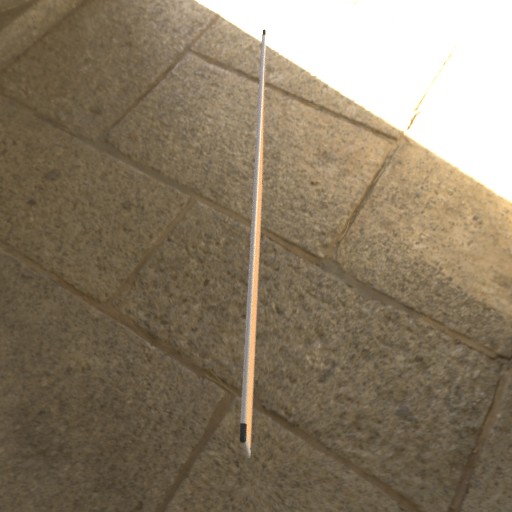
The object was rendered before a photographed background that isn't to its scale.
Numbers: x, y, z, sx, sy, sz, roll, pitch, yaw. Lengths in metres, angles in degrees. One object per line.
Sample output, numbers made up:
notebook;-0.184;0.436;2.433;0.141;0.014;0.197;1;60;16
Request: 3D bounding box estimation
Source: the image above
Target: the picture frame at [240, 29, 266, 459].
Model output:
picture frame;0.000;0.000;1.106;0.010;0.600;0.900;2;63;1
